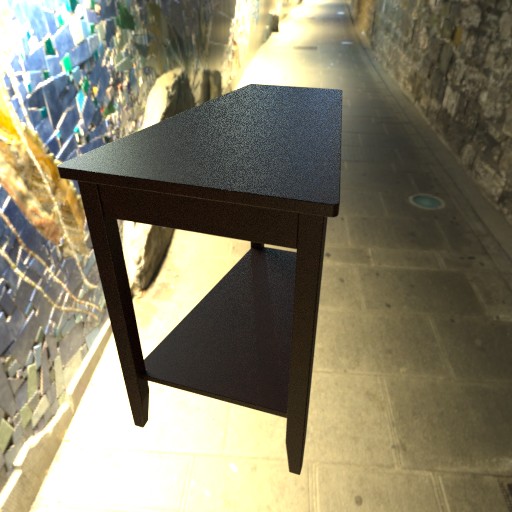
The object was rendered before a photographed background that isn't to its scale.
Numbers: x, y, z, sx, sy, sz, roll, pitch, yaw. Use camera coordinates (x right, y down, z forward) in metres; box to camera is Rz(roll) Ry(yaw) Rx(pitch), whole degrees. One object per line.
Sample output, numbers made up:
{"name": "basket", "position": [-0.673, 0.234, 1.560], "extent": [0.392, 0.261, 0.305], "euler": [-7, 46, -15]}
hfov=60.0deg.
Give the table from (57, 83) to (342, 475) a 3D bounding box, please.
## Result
{"name": "table", "position": [0.000, 0.000, 0.972], "extent": [0.399, 0.589, 0.605], "euler": [10, 34, 15]}
